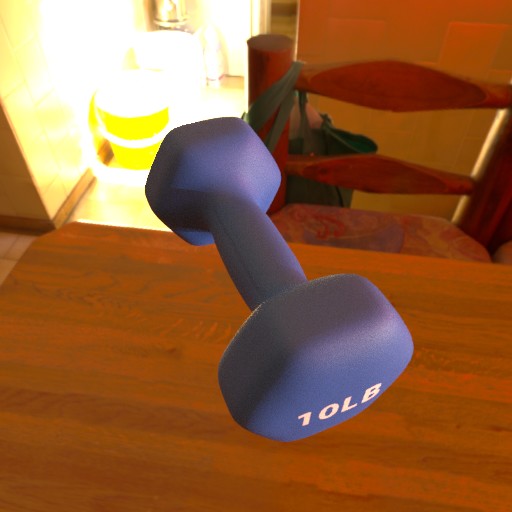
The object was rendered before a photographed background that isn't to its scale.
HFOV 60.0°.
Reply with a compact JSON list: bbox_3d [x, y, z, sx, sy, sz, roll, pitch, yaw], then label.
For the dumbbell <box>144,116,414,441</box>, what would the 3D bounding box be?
[{"bbox_3d":[0.000,0.000,0.277,0.103,0.093,0.212,-16,48,-15],"label":"dumbbell"}]
